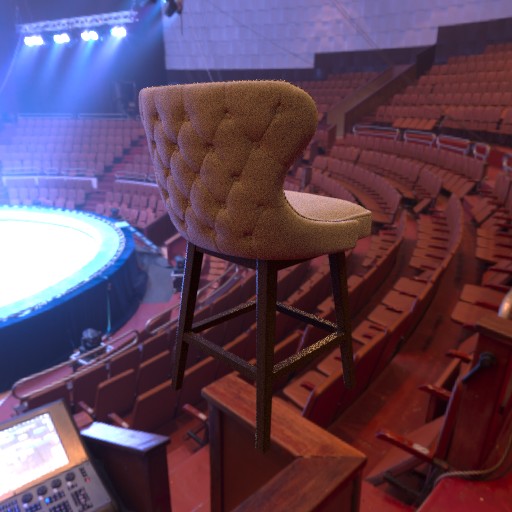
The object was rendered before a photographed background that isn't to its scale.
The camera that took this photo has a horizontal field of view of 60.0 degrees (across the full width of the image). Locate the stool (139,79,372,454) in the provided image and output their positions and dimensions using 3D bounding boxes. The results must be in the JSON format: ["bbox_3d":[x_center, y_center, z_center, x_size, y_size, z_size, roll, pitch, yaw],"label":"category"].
[{"bbox_3d":[0.000,0.000,1.369,0.597,0.972,0.615,-17,24,-42],"label":"stool"}]
